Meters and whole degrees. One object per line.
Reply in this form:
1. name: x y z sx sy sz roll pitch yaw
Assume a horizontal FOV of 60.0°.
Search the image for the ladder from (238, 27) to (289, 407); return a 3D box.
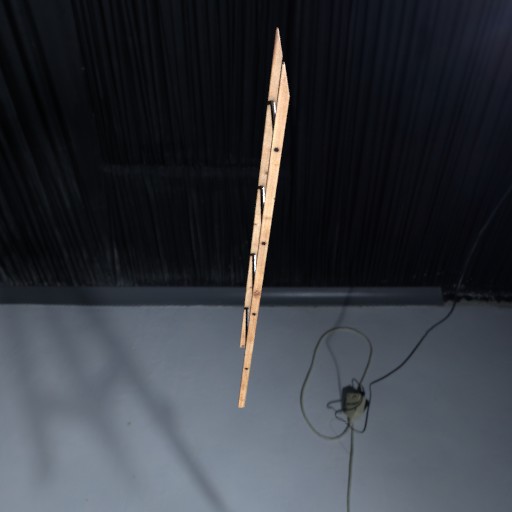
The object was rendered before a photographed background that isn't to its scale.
1. ladder: 0.000 0.000 2.026 0.200 1.805 0.442 0 40 0
